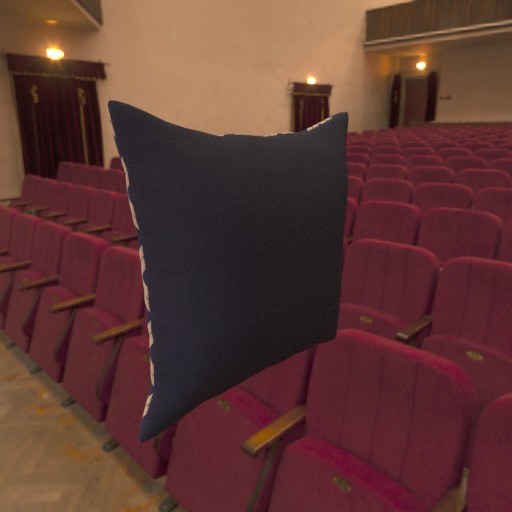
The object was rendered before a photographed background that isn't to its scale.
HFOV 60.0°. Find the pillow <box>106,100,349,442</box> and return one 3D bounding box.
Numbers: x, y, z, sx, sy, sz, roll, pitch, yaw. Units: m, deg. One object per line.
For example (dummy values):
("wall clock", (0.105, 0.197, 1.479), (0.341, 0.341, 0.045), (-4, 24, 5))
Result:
("pillow", (0.000, 0.000, 0.773), (0.504, 0.494, 0.188), (-15, 22, -42))
